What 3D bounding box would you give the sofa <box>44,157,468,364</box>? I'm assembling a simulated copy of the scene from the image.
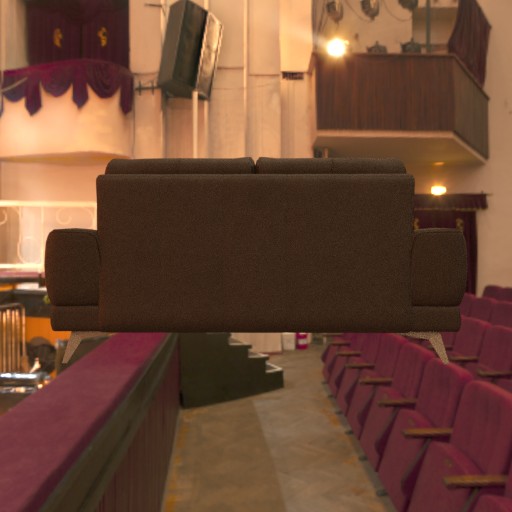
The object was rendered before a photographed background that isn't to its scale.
[{"bbox_3d":[0.000,0.000,2.337,1.806,0.907,1.018,0,0,1],"label":"sofa"}]
